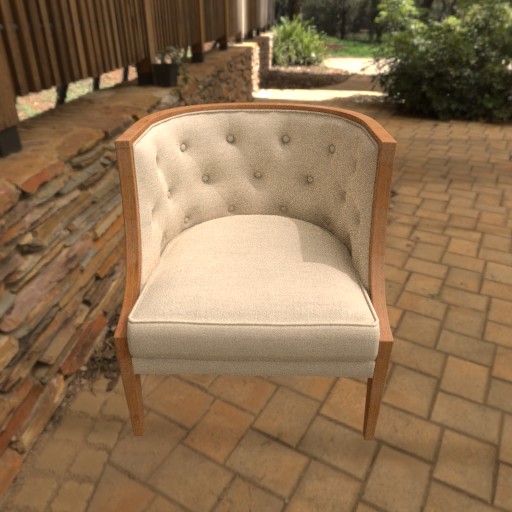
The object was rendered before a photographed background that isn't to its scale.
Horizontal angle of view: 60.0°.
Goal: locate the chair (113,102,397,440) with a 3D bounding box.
[{"bbox_3d":[0.000,0.000,1.366,0.711,0.775,0.757,1,29,1],"label":"chair"}]
